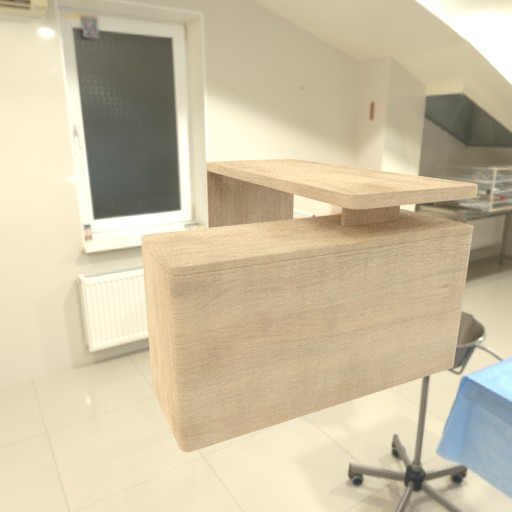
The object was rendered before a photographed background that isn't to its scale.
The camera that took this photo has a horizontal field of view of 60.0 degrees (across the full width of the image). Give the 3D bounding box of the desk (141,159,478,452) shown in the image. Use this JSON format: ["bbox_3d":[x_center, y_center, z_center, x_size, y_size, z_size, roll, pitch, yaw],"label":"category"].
[{"bbox_3d":[0.000,0.000,2.092,1.175,0.770,1.400,-8,18,-25],"label":"desk"}]
